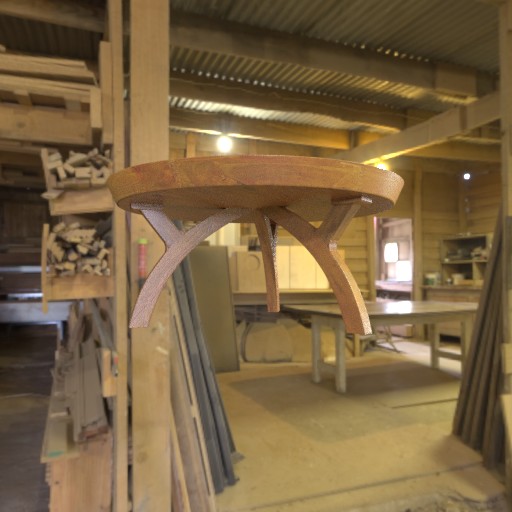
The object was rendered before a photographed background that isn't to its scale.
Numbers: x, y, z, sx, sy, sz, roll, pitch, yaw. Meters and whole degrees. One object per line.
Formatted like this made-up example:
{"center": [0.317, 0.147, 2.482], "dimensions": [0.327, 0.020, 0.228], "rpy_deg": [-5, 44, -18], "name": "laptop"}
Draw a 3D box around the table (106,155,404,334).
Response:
{"center": [0.000, 0.000, 1.581], "dimensions": [1.016, 0.470, 1.016], "rpy_deg": [0, -2, 0], "name": "table"}
